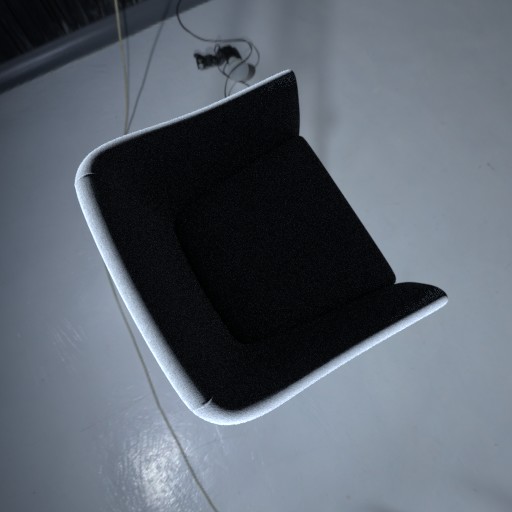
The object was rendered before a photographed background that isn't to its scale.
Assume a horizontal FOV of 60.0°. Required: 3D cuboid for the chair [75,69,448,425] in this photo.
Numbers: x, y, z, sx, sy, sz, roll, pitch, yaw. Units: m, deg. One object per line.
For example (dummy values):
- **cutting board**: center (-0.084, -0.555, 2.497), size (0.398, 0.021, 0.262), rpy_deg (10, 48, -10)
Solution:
- **chair**: center (0.000, 0.000, 1.365), size (0.700, 0.720, 0.790), rpy_deg (-29, 78, -7)
